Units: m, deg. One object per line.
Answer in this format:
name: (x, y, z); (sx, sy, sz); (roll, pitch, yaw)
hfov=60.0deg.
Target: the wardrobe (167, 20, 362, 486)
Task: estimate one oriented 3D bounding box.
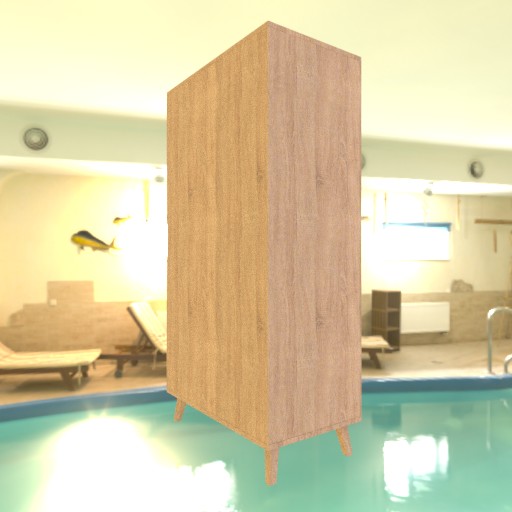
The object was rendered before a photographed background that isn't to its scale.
wardrobe: (0.000, 0.000, 2.424); (0.600, 1.960, 1.000); (0, 0, -36)
